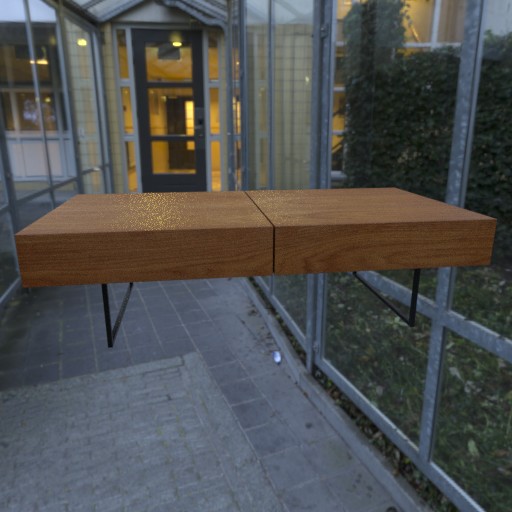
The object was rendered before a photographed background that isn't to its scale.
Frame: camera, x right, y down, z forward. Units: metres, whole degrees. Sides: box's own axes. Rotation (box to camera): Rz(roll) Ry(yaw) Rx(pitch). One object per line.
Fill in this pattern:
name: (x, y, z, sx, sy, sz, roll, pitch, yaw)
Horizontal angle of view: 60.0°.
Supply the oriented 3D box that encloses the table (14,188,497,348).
table: (0.000, 0.000, 1.420, 1.194, 0.330, 0.610, -2, 17, -8)
